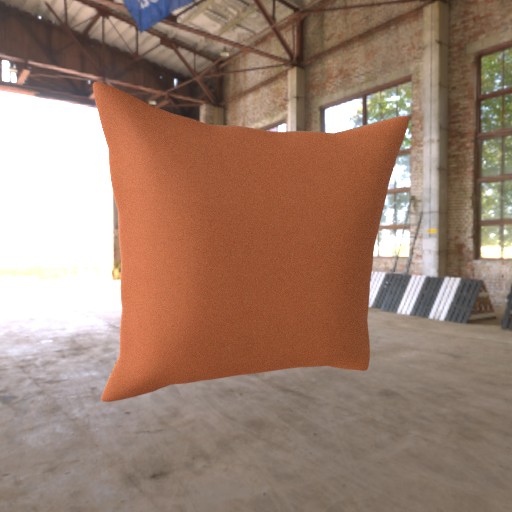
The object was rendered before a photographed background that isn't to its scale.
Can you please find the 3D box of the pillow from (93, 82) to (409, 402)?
[{"bbox_3d":[0.000,0.000,0.667,0.453,0.430,0.200,0,1,-18],"label":"pillow"}]
